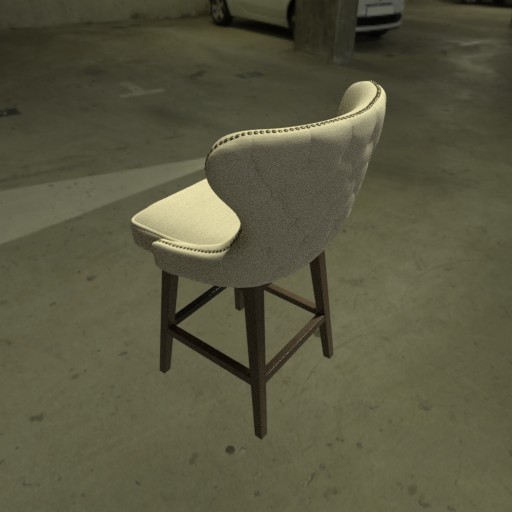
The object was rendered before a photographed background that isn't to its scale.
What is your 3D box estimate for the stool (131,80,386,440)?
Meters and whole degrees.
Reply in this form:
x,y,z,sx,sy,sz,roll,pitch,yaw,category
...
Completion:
x,y,z,sx,sy,sz,roll,pitch,yaw,category
0.000,0.000,1.340,0.597,0.972,0.615,23,41,30,stool
